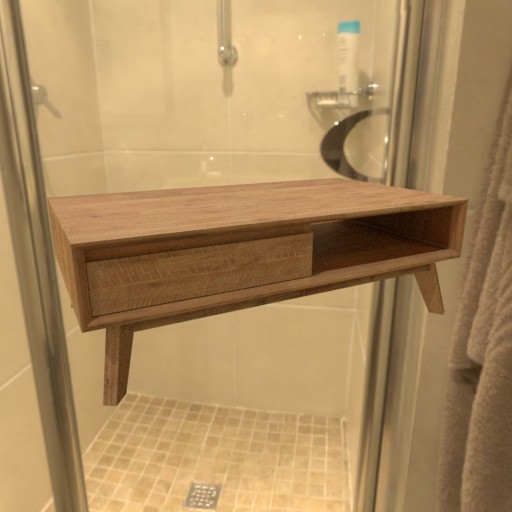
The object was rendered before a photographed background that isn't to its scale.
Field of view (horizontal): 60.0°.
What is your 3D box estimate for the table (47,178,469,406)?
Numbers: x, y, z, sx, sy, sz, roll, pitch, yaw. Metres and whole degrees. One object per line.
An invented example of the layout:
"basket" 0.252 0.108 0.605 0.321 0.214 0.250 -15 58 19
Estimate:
"table" 0.000 0.000 2.026 1.619 0.531 0.918 -9 19 -27
